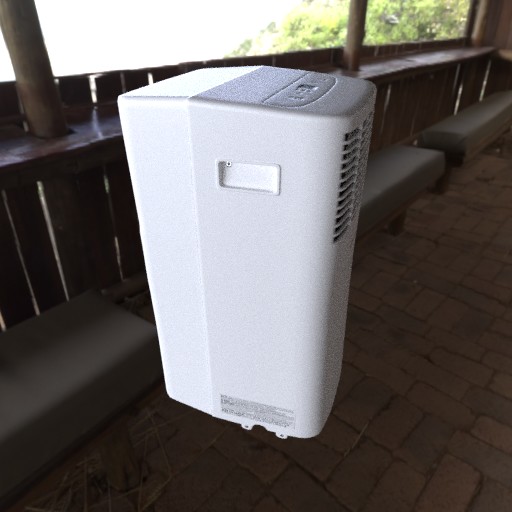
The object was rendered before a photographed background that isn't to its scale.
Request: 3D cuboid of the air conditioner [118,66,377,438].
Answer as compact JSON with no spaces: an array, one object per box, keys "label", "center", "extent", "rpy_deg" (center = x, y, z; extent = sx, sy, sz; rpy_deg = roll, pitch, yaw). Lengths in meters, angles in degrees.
[{"label":"air conditioner","center":[0.000,0.000,0.810],"extent":[0.349,0.606,0.304],"rpy_deg":[10,32,17]}]
